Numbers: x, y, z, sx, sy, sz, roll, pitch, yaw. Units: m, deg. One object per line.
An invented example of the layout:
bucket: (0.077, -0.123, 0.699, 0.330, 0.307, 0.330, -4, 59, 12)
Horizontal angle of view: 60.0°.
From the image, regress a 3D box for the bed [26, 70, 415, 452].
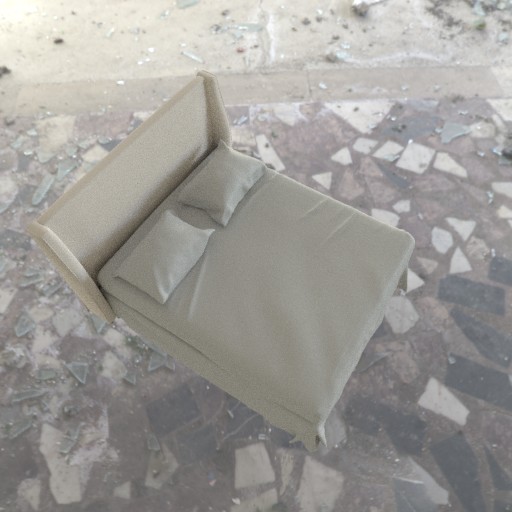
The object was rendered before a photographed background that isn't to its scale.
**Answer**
bed: (0.000, 0.000, 3.444, 2.276, 1.332, 1.925, 28, 62, 16)
